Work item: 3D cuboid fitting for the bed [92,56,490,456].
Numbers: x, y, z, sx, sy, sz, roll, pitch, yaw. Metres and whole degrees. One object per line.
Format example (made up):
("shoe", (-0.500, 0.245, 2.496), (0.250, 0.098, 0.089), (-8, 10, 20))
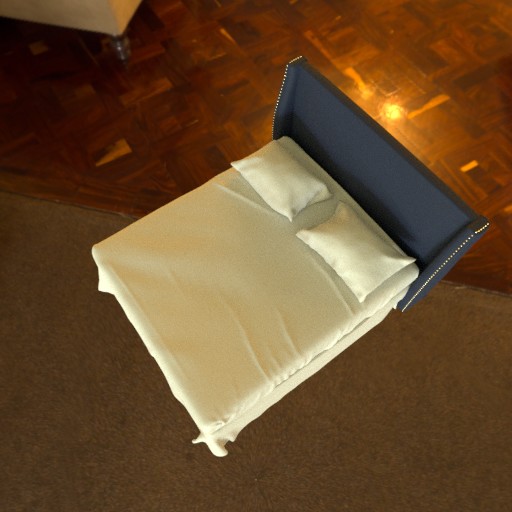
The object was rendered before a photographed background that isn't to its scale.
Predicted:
("bed", (0.000, 0.000, 3.374), (2.276, 1.332, 1.925), (-33, 68, -15))
